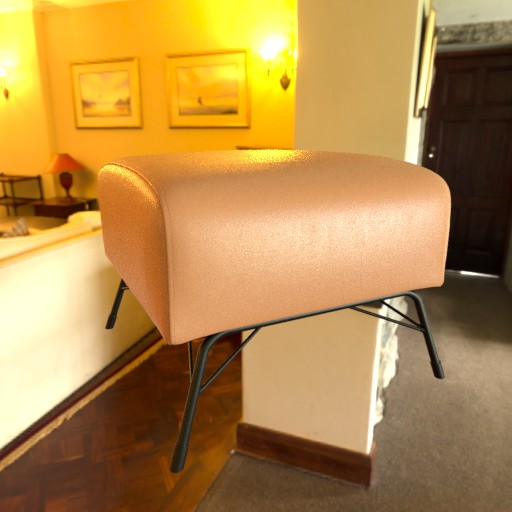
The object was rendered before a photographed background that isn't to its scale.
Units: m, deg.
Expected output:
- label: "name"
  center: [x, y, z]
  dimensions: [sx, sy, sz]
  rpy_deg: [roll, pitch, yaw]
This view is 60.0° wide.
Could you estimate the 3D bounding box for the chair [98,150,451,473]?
- label: "chair"
  center: [0.000, 0.000, 0.883]
  dimensions: [0.530, 0.410, 0.530]
  rpy_deg: [-8, 17, -26]
